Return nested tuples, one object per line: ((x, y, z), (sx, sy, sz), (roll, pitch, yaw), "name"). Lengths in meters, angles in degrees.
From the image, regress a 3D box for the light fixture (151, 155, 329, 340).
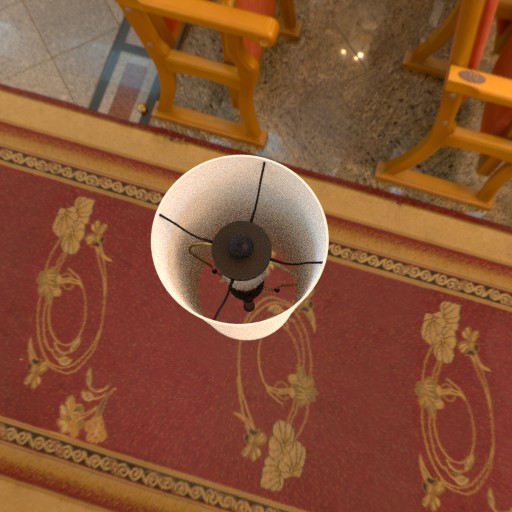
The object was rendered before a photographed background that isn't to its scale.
((0.000, 0.000, 0.553), (0.128, 0.462, 0.208), (16, 78, 4), "light fixture")
